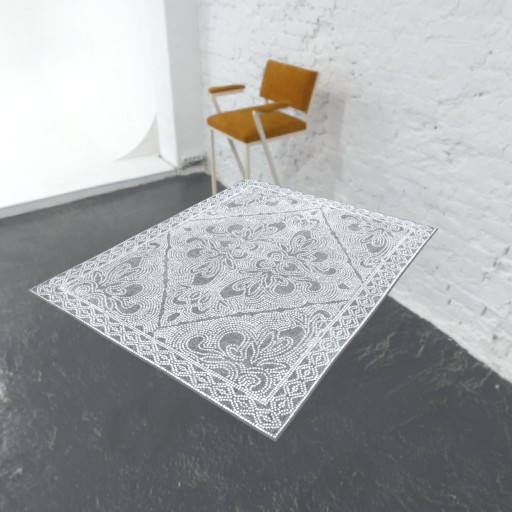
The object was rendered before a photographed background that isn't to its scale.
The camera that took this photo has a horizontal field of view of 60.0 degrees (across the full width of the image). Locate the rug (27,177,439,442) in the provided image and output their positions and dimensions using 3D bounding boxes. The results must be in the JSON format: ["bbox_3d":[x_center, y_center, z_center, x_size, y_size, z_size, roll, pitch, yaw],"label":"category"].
[{"bbox_3d":[0.000,0.000,4.057,2.438,0.012,3.048,21,37,30],"label":"rug"}]
